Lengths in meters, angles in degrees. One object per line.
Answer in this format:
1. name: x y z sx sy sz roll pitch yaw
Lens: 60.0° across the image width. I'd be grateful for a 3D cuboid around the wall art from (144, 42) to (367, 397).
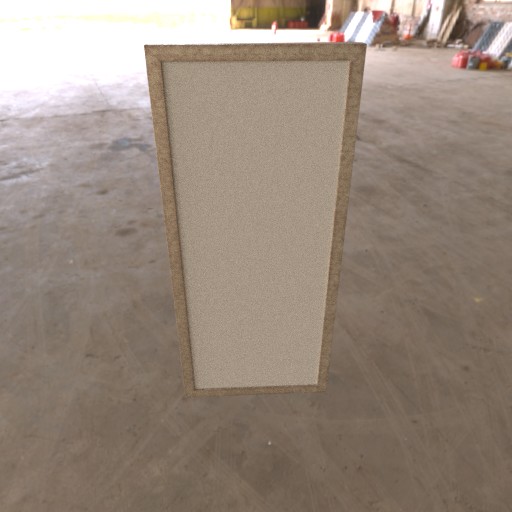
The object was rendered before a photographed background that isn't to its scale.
1. wall art: 0.000 0.000 1.681 0.648 1.461 0.051 -1 31 -2
